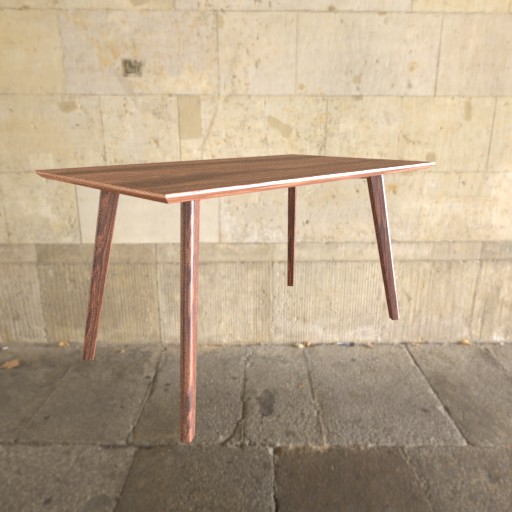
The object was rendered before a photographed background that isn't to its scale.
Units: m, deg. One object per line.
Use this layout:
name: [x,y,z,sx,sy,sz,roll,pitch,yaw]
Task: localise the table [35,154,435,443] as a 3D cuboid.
table: [0.000,0.000,1.807,1.349,0.724,0.801,-15,22,-42]
